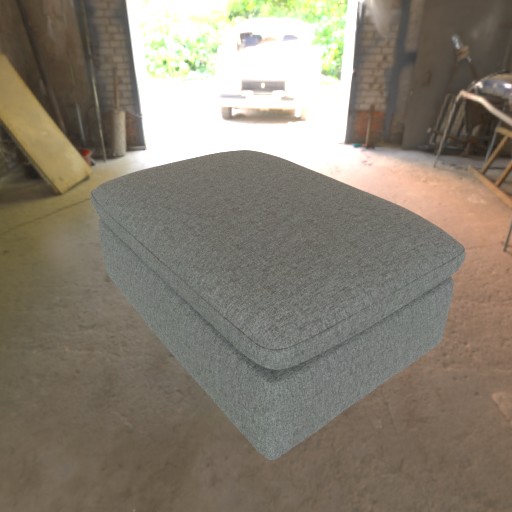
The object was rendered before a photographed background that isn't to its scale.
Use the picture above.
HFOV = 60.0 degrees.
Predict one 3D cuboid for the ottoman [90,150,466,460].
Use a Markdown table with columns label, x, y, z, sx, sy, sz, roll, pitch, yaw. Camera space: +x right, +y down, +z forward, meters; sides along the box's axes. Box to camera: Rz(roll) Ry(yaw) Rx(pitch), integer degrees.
| label | x | y | z | sx | sy | sz | roll | pitch | yaw |
| --- | --- | --- | --- | --- | --- | --- | --- | --- | --- |
| ottoman | 0.000 | 0.000 | 1.355 | 0.694 | 0.451 | 0.977 | -21 | 37 | -31 |
